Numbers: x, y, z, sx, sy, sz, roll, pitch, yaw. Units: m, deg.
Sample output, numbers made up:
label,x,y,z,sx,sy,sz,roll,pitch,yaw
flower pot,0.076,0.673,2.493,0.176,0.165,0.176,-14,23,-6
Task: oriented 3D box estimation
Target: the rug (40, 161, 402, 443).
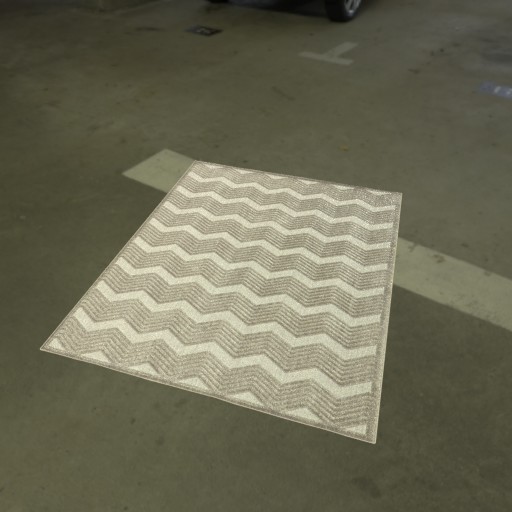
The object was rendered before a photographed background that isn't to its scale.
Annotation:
label,x,y,z,sx,sy,sz,roll,pitch,yaw
rug,0.000,0.000,3.974,2.391,0.005,2.880,11,42,13
